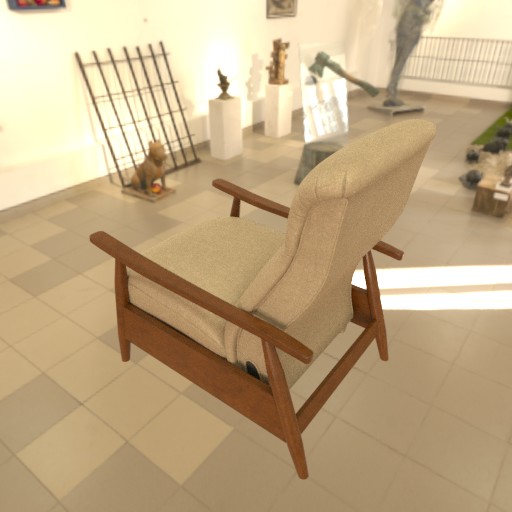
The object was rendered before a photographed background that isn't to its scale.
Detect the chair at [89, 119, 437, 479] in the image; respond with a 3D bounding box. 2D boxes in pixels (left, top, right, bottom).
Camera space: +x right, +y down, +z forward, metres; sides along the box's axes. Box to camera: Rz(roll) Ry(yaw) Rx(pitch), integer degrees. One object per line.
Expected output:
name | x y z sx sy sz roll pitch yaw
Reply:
chair | 0.000 0.000 1.723 1.030 1.082 0.762 21 37 31
